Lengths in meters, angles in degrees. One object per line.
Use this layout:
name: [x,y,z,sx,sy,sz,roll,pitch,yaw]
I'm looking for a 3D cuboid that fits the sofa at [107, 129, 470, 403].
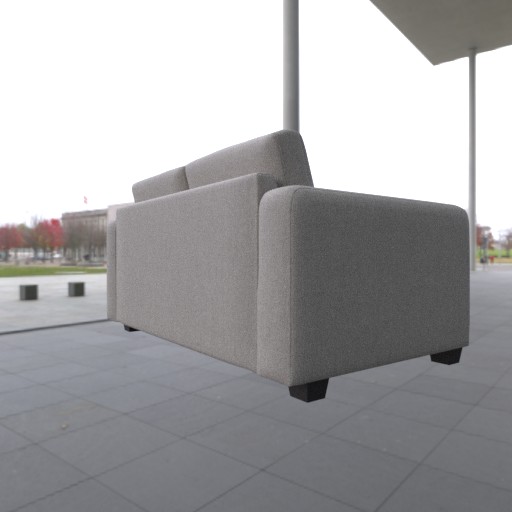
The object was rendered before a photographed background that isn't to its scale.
sofa: [0.000,0.000,2.009,0.900,0.800,1.540,0,0,-36]
